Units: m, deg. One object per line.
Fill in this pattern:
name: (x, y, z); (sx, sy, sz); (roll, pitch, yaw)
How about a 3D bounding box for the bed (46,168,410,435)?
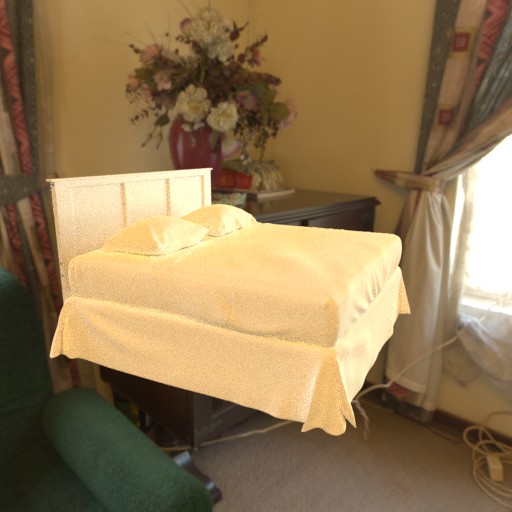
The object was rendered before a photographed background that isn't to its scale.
bed: (0.000, 0.000, 3.561); (2.215, 1.273, 2.317); (7, 15, 26)
